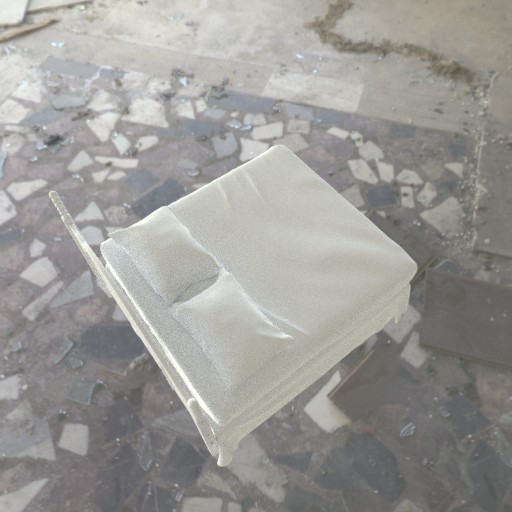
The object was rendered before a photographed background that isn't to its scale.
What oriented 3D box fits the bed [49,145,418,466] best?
[{"bbox_3d":[0.000,0.000,3.293,2.040,1.356,1.873,-33,63,-19],"label":"bed"}]
